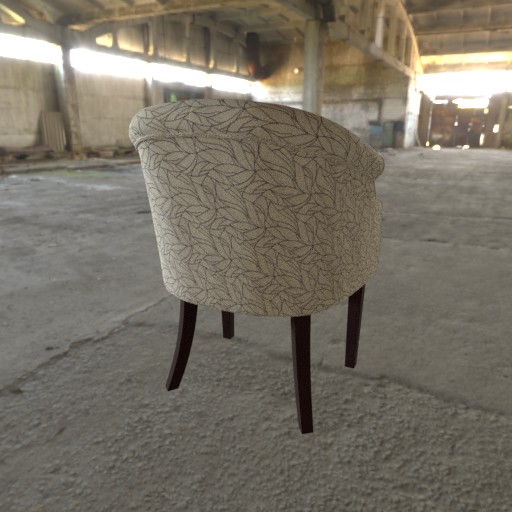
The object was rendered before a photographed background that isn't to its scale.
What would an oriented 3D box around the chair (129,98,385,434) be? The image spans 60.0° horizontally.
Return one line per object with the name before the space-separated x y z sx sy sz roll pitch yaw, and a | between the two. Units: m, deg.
chair | 0.000 0.000 1.322 0.686 0.858 0.613 8 18 26
